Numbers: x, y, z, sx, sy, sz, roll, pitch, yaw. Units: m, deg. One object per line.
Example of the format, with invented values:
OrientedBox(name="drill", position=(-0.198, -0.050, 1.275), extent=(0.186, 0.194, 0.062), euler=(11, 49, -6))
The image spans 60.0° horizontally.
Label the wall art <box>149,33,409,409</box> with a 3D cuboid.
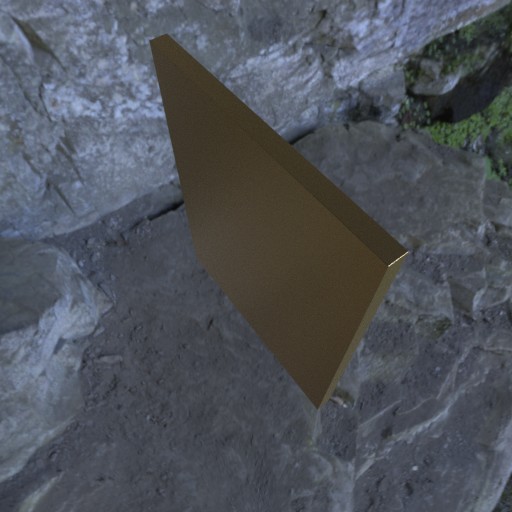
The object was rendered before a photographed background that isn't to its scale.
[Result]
OrientedBox(name="wall art", position=(0.000, 0.000, 1.020), extent=(0.038, 0.762, 0.610), euler=(-32, 63, -19))
